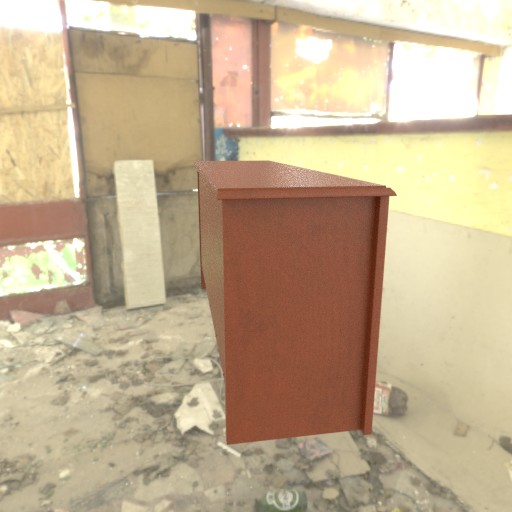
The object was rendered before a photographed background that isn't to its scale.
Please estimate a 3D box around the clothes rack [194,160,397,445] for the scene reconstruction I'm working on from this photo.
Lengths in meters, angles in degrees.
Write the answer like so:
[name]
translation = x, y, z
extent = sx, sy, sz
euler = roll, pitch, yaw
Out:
[clothes rack]
translation = 0.000, 0.000, 1.533
extent = 0.362, 0.594, 1.251
euler = -2, 15, -9
